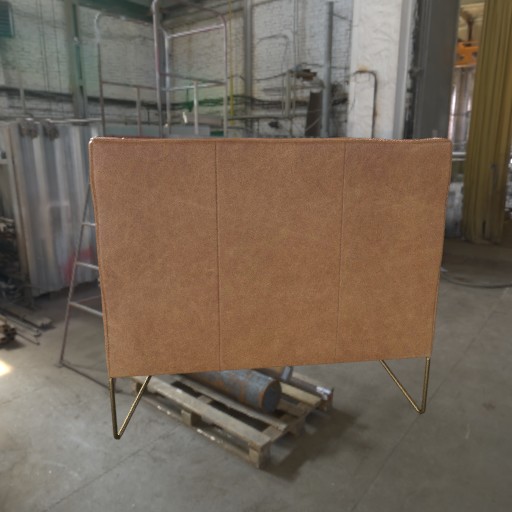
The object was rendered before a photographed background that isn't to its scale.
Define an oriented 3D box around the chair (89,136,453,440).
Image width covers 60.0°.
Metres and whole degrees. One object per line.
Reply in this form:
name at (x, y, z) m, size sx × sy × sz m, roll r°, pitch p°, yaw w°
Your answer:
chair at (0.000, 0.000, 1.577) m, size 0.920 × 0.797 × 0.912 m, roll -2°, pitch 13°, yaw -8°
